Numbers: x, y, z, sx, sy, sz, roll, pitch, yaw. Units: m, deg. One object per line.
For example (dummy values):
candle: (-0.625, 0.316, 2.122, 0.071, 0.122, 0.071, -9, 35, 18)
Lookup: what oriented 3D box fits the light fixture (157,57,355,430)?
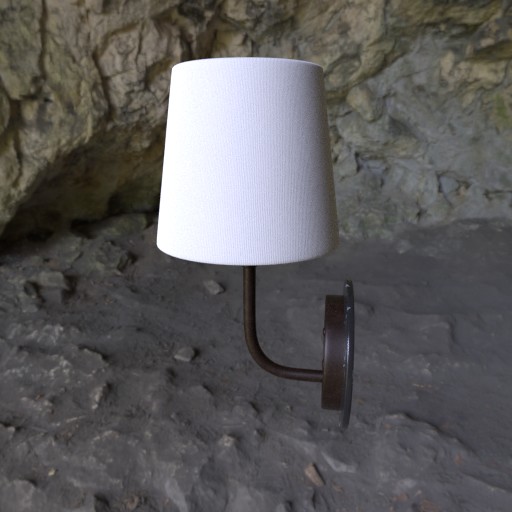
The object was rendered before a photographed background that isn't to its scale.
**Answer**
light fixture: (0.000, 0.000, 0.430, 0.188, 0.337, 0.168, 2, 16, 9)
